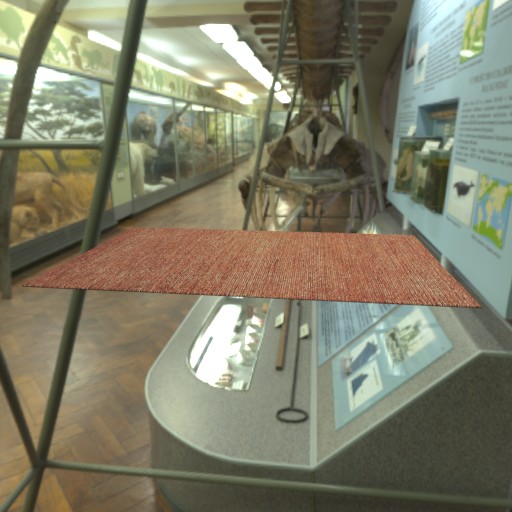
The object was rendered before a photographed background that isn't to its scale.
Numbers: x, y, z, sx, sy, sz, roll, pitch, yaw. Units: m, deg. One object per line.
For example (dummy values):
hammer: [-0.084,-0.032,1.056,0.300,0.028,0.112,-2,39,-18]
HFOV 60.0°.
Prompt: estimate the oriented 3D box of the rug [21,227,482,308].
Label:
rug: [0.000,0.000,2.201,1.747,0.011,1.139,2,16,7]
